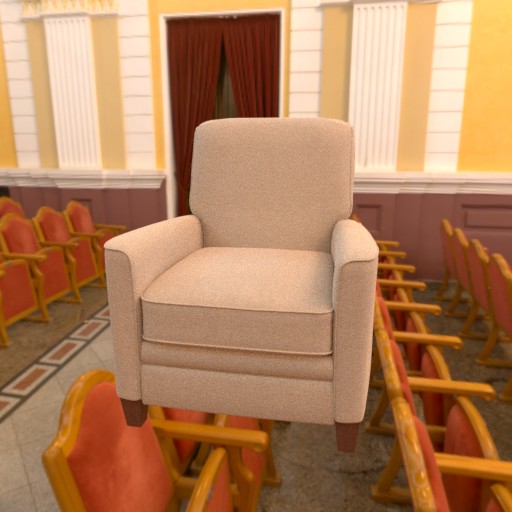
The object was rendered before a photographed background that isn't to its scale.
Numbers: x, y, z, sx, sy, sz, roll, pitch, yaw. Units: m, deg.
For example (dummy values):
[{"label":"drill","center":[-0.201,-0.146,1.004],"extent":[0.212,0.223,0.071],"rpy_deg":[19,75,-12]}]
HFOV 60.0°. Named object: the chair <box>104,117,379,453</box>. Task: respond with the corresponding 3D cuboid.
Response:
[{"label":"chair","center":[0.000,0.000,1.655],"extent":[0.841,1.023,0.858],"rpy_deg":[3,15,10]}]
